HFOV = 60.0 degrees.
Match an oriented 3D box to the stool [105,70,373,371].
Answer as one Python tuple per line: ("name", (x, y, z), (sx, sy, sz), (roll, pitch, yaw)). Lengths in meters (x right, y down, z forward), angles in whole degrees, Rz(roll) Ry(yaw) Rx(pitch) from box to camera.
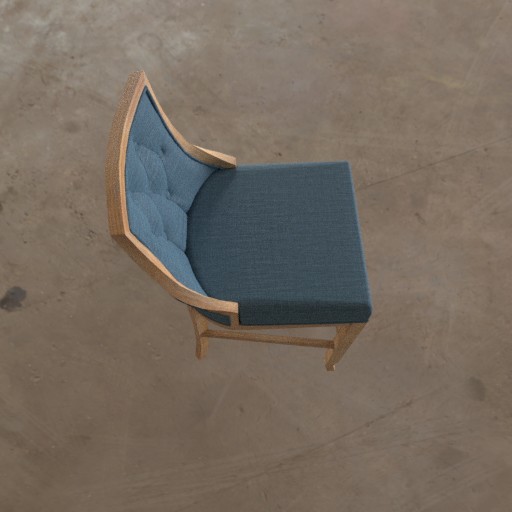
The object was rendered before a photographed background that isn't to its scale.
("stool", (0.000, 0.000, 1.428), (0.626, 1.101, 0.524), (-2, 64, -1))
